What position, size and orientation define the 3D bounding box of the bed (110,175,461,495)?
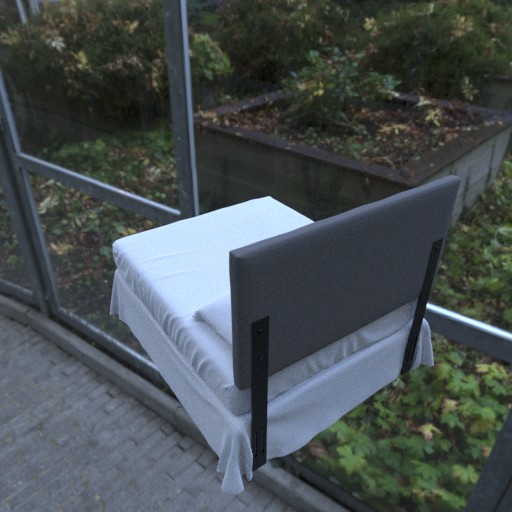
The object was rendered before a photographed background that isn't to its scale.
[{"bbox_3d":[0.000,0.000,3.407,1.936,1.577,2.222,-20,37,-29],"label":"bed"}]
